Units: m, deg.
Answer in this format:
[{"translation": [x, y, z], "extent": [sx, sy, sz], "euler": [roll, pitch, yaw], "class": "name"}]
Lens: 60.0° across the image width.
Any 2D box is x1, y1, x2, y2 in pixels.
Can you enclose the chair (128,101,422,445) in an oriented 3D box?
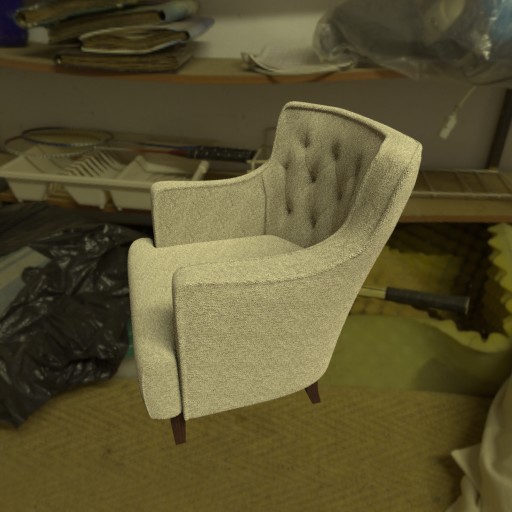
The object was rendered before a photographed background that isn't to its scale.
[{"translation": [0.000, 0.000, 1.613], "extent": [0.910, 0.920, 0.820], "euler": [-8, 30, -14], "class": "chair"}]
